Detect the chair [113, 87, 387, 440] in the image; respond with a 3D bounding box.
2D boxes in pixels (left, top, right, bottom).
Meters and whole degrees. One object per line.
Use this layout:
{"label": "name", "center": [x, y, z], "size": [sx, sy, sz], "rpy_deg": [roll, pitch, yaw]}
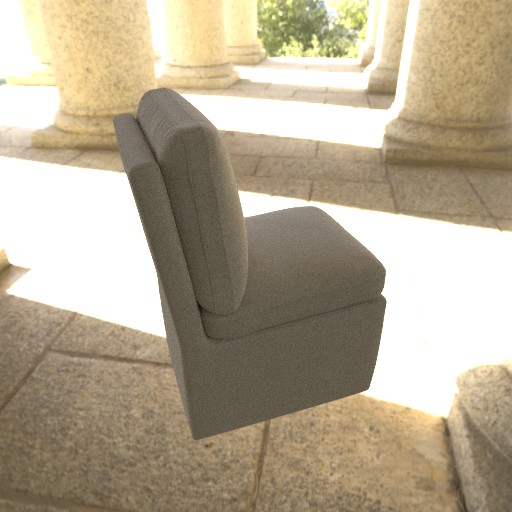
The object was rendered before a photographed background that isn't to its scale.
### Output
{"label": "chair", "center": [0.000, 0.000, 1.353], "size": [0.698, 0.927, 0.503], "rpy_deg": [-10, 32, -17]}
